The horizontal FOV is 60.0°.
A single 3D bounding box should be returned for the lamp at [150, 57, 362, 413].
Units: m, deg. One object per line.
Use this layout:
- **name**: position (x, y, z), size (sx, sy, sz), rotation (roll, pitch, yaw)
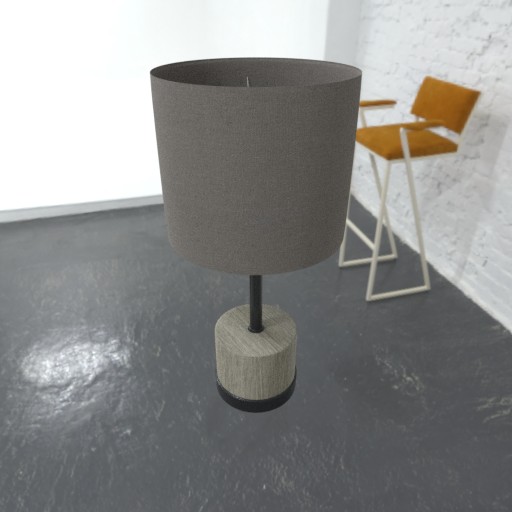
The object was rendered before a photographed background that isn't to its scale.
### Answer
- **lamp**: position (0.000, 0.000, 0.600), size (0.229, 0.470, 0.229), rotation (-20, 36, -30)
